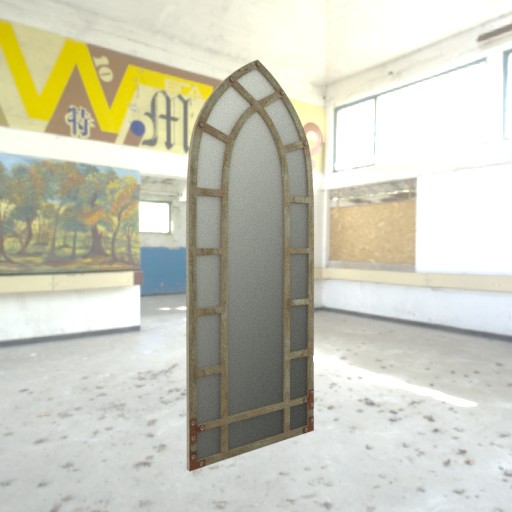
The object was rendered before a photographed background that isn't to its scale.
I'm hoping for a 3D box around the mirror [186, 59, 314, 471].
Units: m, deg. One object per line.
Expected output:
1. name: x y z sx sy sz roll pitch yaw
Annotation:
1. mirror: 0.000 0.000 1.344 0.464 1.175 0.025 -1 1 -36
